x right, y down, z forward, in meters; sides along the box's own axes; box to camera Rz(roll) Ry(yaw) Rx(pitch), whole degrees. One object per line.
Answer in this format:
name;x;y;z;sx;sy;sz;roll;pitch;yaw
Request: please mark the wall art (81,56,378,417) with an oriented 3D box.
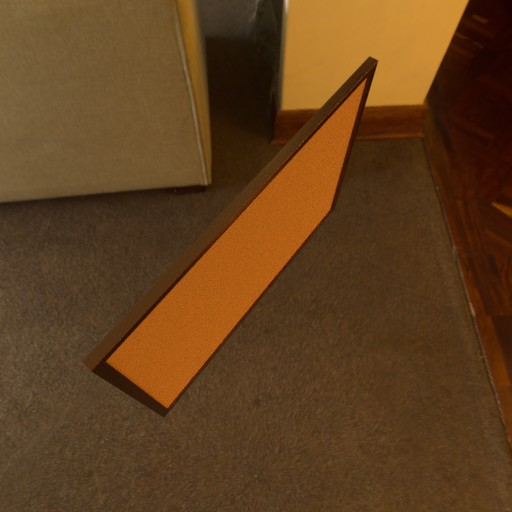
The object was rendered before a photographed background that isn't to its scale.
wall art;0.000;0.000;0.554;0.012;0.304;0.431;35;69;16
